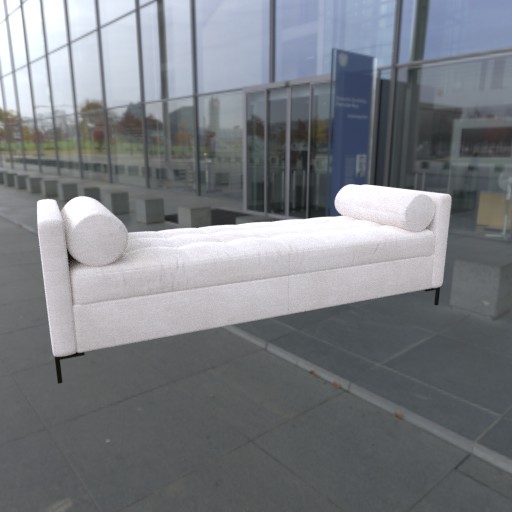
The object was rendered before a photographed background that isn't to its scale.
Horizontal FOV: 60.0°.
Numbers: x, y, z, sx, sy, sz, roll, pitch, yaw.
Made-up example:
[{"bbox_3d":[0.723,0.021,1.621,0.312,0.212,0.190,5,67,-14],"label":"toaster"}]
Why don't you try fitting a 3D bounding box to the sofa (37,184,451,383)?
[{"bbox_3d":[0.000,0.000,2.292,1.981,0.635,0.686,-7,15,-25],"label":"sofa"}]
